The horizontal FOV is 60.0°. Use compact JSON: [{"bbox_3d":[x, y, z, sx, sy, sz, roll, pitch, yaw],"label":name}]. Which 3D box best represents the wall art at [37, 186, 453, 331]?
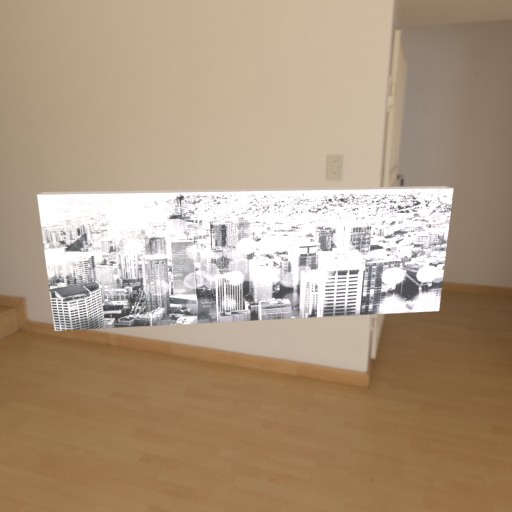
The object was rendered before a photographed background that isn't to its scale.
[{"bbox_3d":[0.000,0.000,0.858,0.763,0.255,0.038,-2,15,-7],"label":"wall art"}]
